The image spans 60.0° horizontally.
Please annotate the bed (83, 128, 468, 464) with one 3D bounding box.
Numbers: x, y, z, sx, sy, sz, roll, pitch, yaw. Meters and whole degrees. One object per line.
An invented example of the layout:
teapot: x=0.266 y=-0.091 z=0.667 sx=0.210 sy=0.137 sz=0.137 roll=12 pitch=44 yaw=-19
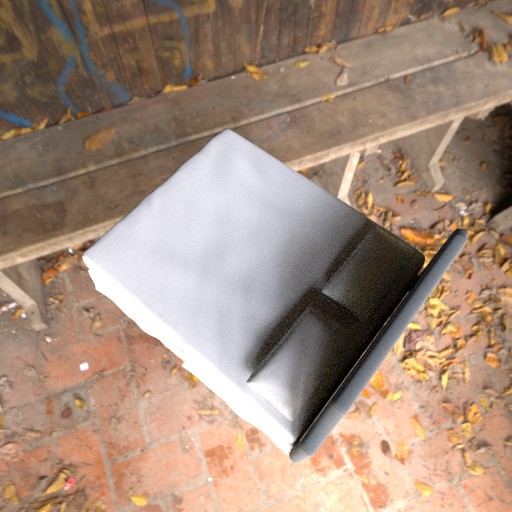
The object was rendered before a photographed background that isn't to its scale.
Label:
bed: x=0.000 y=0.000 z=3.347 sx=2.259 sy=1.296 sz=1.811 roll=36 pitch=68 yaw=17
